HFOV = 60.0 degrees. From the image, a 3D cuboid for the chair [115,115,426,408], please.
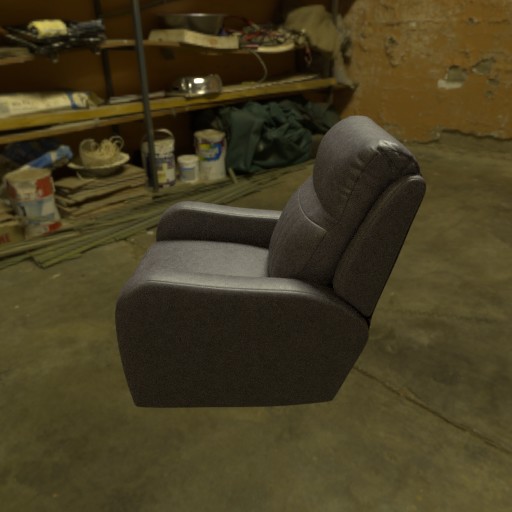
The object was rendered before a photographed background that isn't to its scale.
[{"bbox_3d":[0.000,0.000,1.850,1.067,1.067,0.865,0,27,1],"label":"chair"}]
